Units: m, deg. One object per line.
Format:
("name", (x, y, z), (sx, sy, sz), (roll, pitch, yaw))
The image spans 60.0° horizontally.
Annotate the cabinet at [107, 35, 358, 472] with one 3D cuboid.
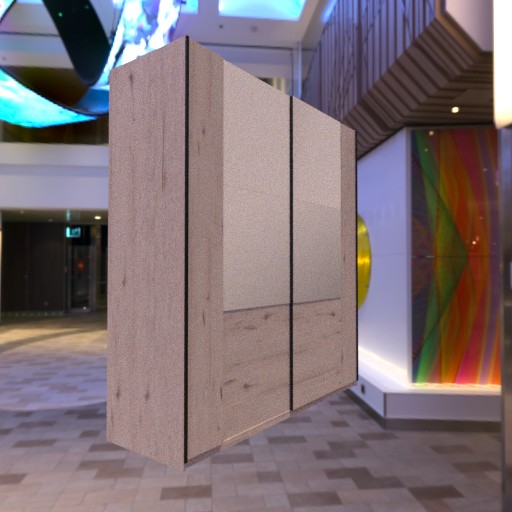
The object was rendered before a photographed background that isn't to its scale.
("cabinet", (0.000, 0.000, 3.200), (0.660, 2.180, 2.000), (-1, -2, 38))
